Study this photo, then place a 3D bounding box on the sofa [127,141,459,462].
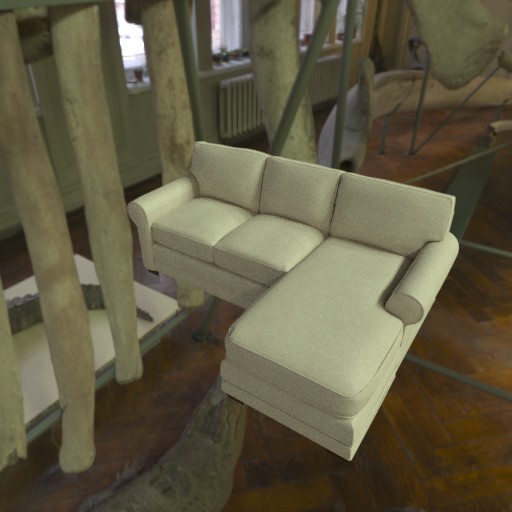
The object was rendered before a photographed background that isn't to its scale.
[{"bbox_3d":[0.000,0.000,2.325,1.770,0.734,1.226,20,37,28],"label":"sofa"}]
